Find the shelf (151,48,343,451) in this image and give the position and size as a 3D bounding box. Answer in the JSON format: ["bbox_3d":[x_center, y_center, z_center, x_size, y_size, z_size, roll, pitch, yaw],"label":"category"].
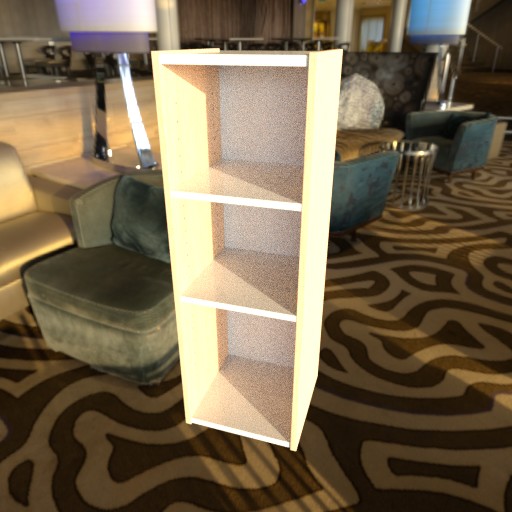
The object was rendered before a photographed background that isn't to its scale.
[{"bbox_3d":[0.000,0.000,1.068,0.300,0.900,0.290,8,27,16],"label":"shelf"}]
